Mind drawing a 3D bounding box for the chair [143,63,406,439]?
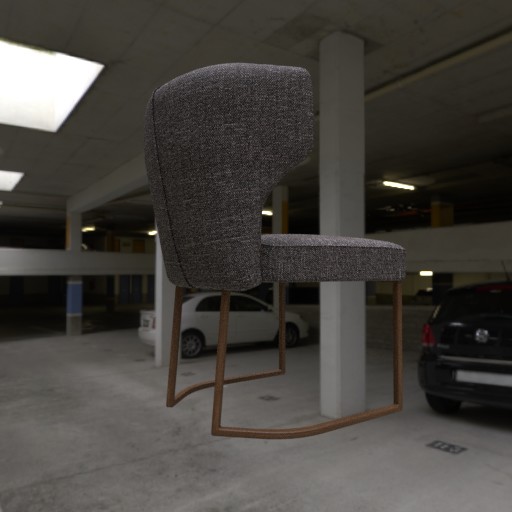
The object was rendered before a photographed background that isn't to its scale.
[{"bbox_3d":[0.000,0.000,1.230,0.617,0.824,0.611,1,-2,-35],"label":"chair"}]
